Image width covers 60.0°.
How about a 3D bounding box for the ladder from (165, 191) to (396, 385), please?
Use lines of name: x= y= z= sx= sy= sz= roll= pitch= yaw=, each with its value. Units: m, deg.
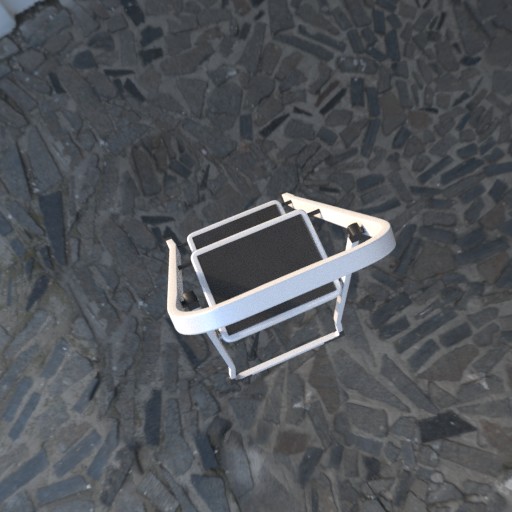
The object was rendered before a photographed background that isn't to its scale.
ladder: x=0.000 y=0.000 z=1.113 sx=0.460 sy=0.810 sz=0.544 roll=-22 pitch=77 yaw=-5
